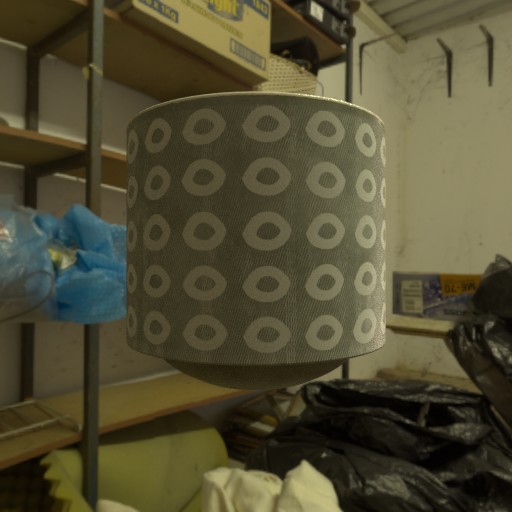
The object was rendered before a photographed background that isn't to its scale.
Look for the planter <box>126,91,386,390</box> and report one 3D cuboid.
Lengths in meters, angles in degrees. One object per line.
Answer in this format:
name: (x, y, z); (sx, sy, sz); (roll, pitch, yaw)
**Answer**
planter: (0.000, 0.000, 0.339); (0.190, 0.181, 0.190); (0, 0, 0)
